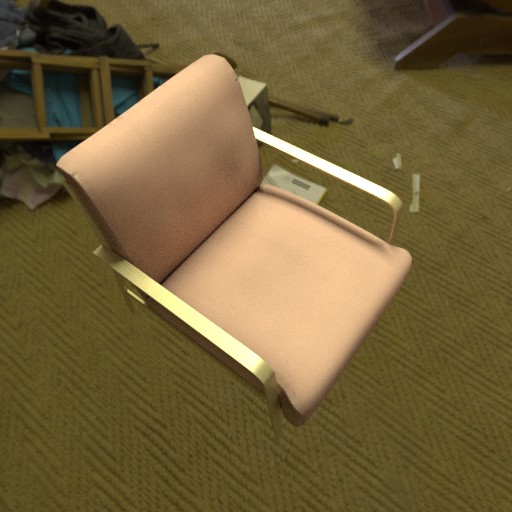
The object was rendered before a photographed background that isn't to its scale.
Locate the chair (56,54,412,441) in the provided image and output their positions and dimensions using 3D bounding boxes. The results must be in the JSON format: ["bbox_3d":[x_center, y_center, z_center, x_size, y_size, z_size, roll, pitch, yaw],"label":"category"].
[{"bbox_3d":[0.000,0.000,1.440,0.848,0.823,0.701,34,64,19],"label":"chair"}]
